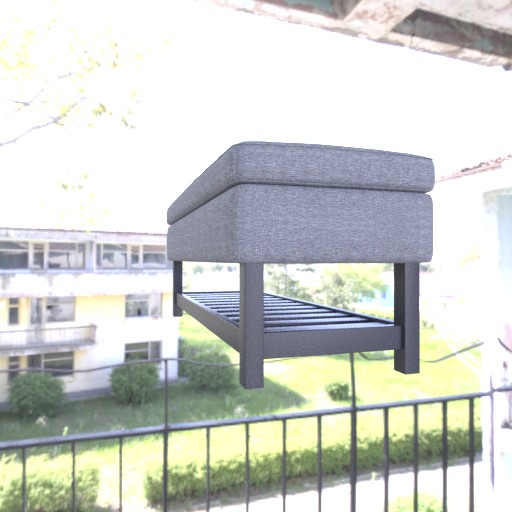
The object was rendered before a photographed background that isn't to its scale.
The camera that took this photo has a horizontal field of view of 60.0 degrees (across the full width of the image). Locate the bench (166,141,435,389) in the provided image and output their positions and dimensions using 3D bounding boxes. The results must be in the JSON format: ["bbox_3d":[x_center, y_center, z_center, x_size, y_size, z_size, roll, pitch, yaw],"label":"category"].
[{"bbox_3d":[0.000,0.000,1.323,0.429,0.470,1.100,0,0,-17],"label":"bench"}]
